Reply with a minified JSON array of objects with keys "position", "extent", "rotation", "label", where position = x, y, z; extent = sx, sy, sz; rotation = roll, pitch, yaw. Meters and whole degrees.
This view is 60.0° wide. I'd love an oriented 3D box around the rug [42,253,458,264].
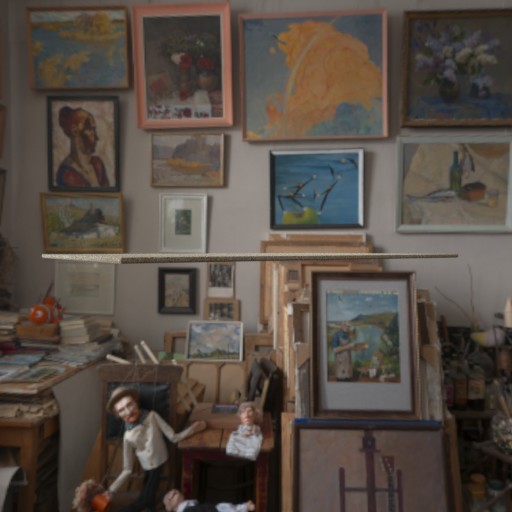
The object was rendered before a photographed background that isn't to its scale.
[{"position":[0.000,0.000,2.960],"extent":[2.346,0.025,1.500],"rotation":[-1,1,-36],"label":"rug"}]
